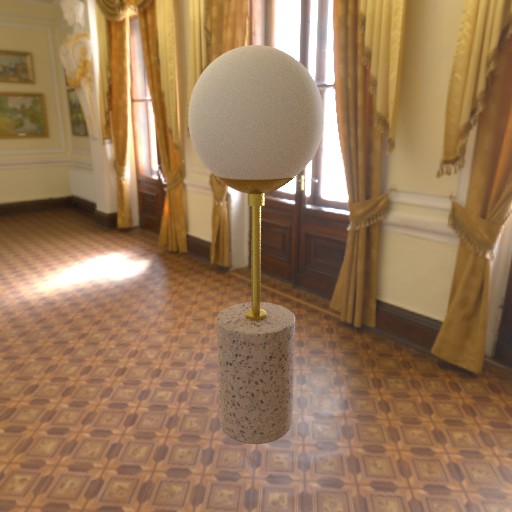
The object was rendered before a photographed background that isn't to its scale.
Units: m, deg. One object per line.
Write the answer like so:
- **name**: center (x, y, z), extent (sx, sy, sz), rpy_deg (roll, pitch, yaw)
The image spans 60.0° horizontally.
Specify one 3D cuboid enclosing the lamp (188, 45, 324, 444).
- **lamp**: center (0.000, 0.000, 0.555), extent (0.153, 0.480, 0.153), rpy_deg (0, 17, 0)
